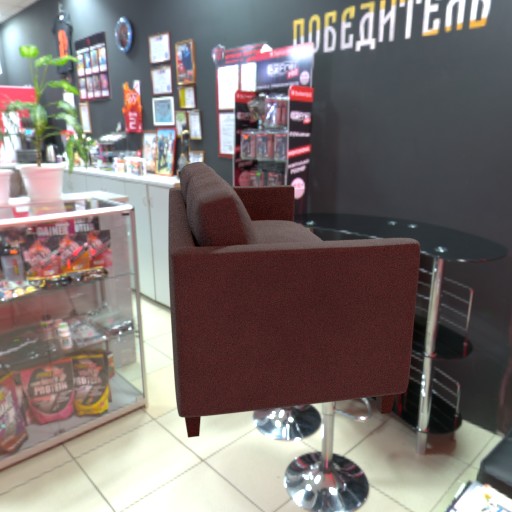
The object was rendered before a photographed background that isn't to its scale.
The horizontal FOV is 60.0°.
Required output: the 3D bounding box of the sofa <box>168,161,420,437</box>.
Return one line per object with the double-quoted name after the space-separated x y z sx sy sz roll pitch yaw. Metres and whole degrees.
0.000 0.000 2.491 0.950 0.963 1.884 -3 16 -10 "sofa"
